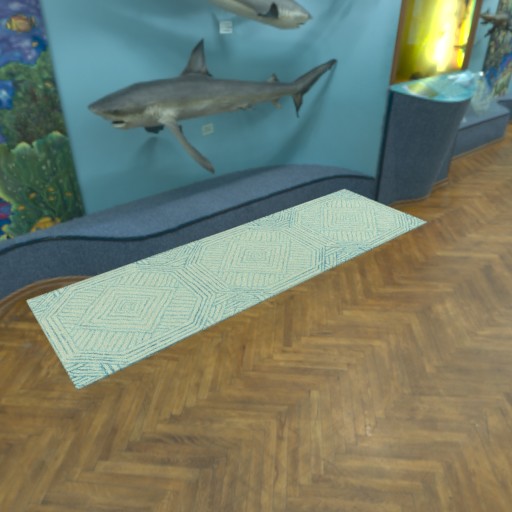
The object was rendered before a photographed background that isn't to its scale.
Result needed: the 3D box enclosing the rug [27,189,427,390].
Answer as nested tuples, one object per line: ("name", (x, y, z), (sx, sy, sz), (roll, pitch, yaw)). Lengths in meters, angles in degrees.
("rug", (0.000, 0.000, 2.709), (2.452, 0.012, 0.775), (-22, 37, -32))
